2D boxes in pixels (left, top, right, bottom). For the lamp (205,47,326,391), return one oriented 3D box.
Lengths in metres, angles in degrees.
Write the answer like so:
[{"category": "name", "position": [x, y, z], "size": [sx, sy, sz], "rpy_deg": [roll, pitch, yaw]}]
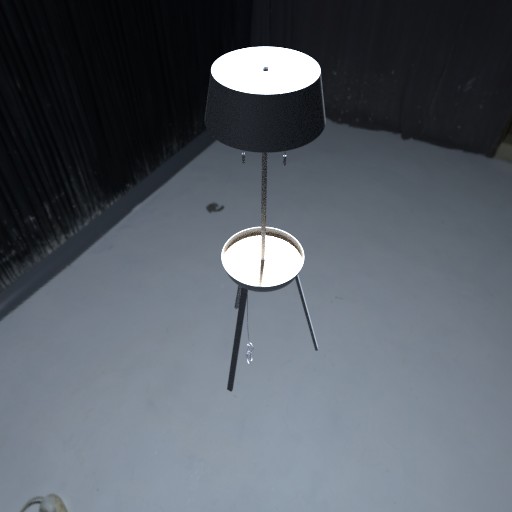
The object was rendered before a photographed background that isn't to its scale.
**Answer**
[{"category": "lamp", "position": [0.000, 0.000, 1.705], "size": [0.508, 1.429, 0.468], "rpy_deg": [24, 51, 21]}]
